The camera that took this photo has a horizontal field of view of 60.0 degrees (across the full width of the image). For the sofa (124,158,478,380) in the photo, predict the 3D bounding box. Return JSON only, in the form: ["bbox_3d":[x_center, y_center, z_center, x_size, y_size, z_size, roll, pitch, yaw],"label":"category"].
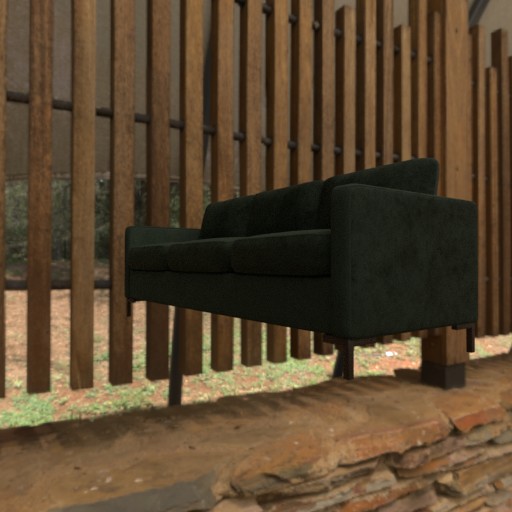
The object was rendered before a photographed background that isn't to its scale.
[{"bbox_3d":[0.000,0.000,2.613,0.859,0.870,2.218,1,-1,-36],"label":"sofa"}]
